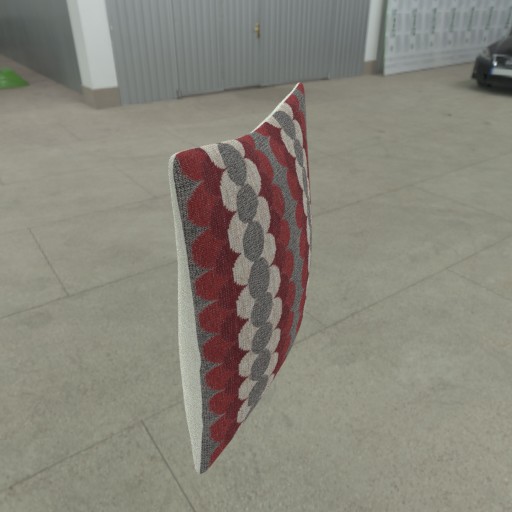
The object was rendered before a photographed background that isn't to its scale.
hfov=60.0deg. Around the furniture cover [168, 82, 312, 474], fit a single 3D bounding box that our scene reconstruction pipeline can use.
[{"bbox_3d":[0.000,0.000,0.640,0.145,0.420,0.435,10,32,17],"label":"furniture cover"}]
